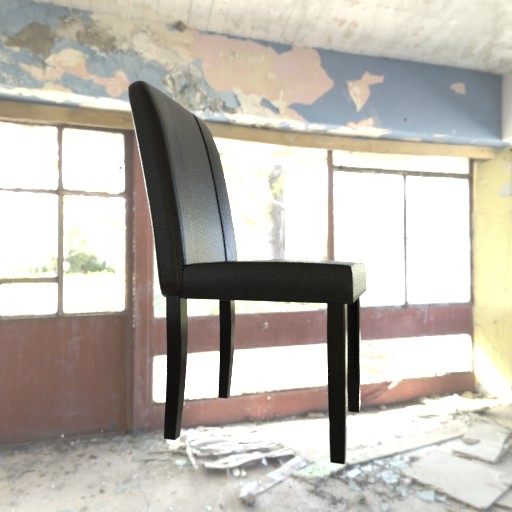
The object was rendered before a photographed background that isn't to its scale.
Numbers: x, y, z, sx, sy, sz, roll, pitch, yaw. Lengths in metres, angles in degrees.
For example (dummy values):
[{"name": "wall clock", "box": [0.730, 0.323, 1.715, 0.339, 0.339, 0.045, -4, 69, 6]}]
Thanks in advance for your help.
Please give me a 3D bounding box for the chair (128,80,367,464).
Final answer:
[{"name": "chair", "box": [0.000, 0.000, 1.202, 0.556, 0.897, 0.399, 0, 0, 18]}]
